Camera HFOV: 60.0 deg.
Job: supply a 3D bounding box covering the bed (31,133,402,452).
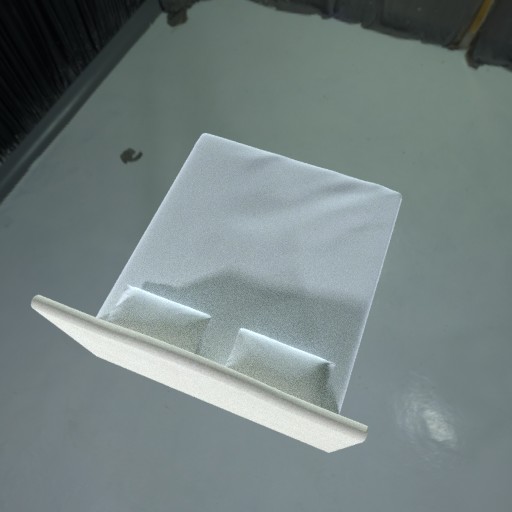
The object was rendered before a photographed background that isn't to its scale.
[{"bbox_3d":[0.000,0.000,3.477,2.083,1.421,2.182,19,65,9],"label":"bed"}]
